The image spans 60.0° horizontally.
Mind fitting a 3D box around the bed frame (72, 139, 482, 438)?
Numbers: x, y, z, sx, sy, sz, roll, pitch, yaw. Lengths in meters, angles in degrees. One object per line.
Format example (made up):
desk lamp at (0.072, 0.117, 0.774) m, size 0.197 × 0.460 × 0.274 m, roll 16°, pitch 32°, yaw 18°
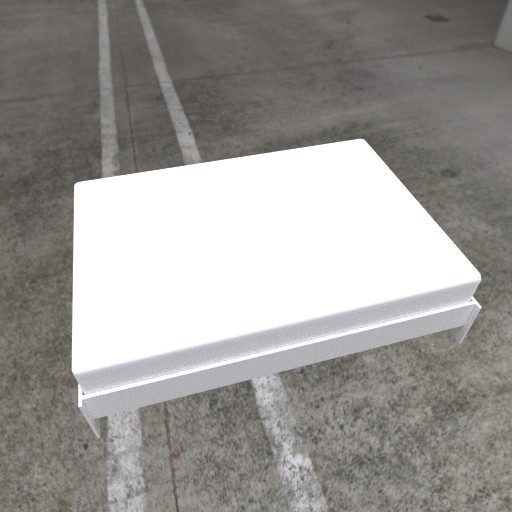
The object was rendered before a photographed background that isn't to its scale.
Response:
bed frame at (0.000, 0.000, 2.576) m, size 1.945 × 0.497 × 1.445 m, roll -11°, pitch 46°, yaw -11°
